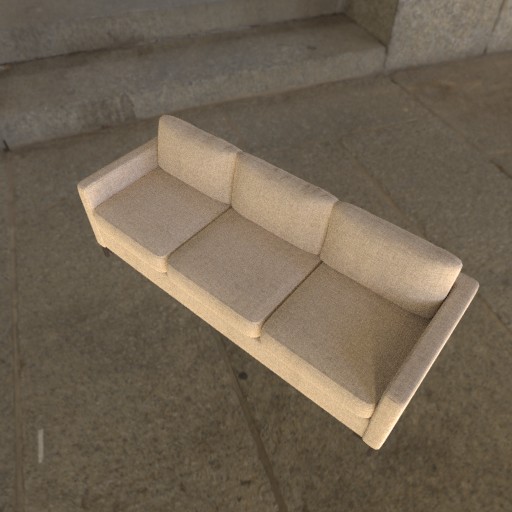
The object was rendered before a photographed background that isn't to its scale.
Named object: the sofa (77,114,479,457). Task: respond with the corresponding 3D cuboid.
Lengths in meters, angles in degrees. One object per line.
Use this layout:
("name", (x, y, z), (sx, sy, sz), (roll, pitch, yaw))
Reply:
("sofa", (0.000, 0.000, 2.623), (2.218, 0.874, 0.859), (32, 55, 25))
